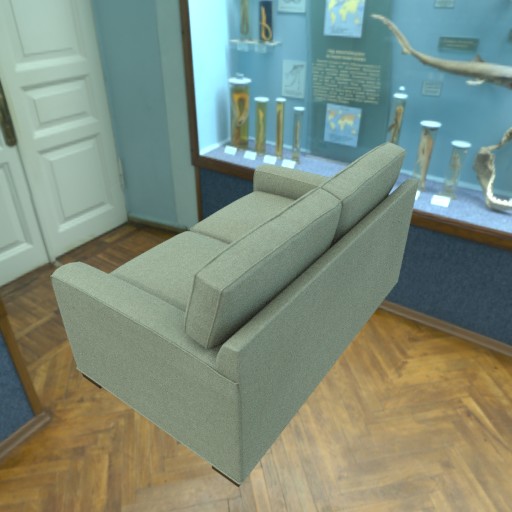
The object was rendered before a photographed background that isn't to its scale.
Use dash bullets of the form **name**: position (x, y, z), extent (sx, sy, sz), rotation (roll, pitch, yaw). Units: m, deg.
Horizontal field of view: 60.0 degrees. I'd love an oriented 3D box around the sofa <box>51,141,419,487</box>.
- **sofa**: position (0.000, 0.000, 2.055), extent (0.940, 0.853, 1.484), rotation (21, 38, 30)
